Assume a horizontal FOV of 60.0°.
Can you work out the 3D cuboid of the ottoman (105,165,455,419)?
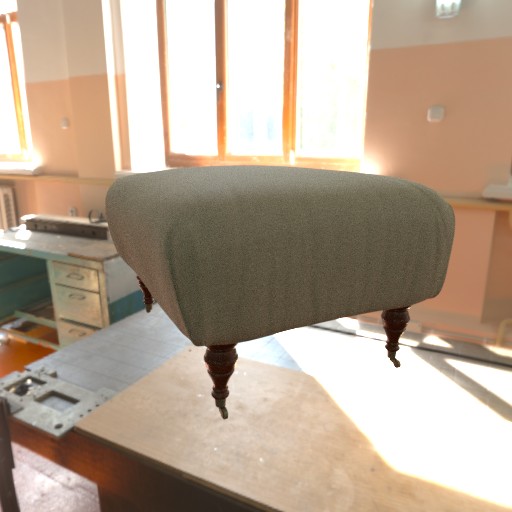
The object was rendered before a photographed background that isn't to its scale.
[{"bbox_3d":[0.000,0.000,1.136,0.639,0.450,0.746,-7,16,-26],"label":"ottoman"}]
